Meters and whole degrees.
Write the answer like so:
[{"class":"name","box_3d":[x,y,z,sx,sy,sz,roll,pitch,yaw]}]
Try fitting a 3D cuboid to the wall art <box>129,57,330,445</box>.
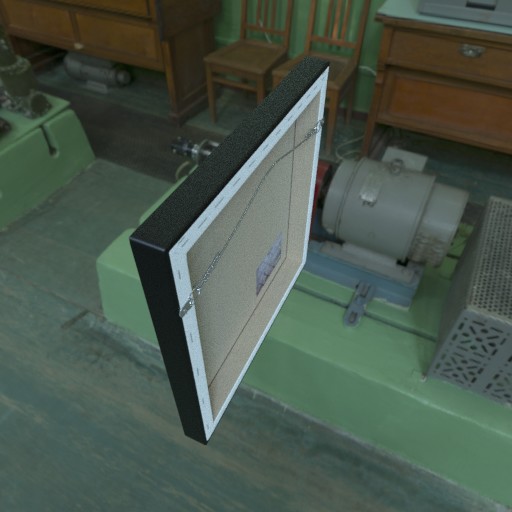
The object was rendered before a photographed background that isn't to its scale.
[{"class":"wall art","box_3d":[0.000,0.000,0.631,0.041,0.407,0.406,19,49,17]}]
